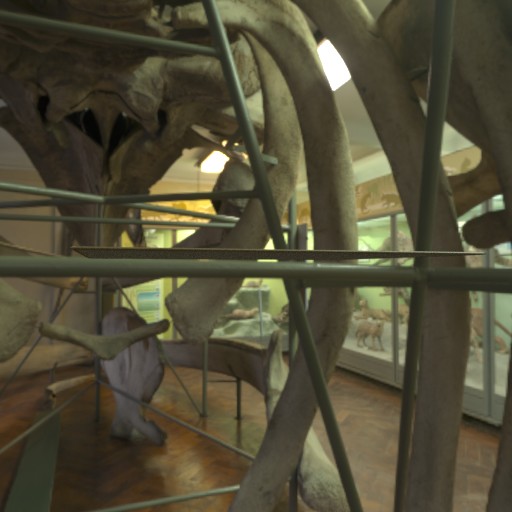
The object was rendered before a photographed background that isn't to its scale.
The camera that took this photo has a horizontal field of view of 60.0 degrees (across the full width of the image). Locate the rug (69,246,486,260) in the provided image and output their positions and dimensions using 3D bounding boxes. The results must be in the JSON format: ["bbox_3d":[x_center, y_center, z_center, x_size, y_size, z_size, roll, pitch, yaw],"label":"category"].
[{"bbox_3d":[0.000,0.000,4.119,3.041,0.020,2.413,1,-2,-19],"label":"rug"}]
